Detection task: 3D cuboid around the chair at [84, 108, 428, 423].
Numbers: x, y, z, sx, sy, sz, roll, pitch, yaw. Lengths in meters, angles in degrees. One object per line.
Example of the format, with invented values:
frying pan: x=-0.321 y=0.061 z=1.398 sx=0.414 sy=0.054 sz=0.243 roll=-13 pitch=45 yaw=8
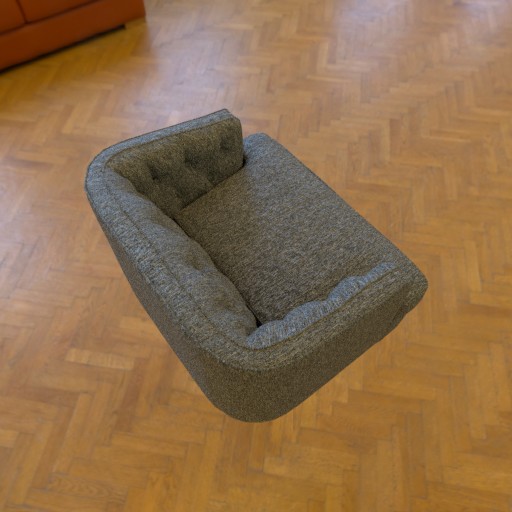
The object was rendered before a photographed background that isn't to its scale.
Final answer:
chair: x=0.000 y=0.000 z=1.828 sx=0.941 sy=0.852 sz=1.104 roll=-33 pitch=64 yaw=-19
